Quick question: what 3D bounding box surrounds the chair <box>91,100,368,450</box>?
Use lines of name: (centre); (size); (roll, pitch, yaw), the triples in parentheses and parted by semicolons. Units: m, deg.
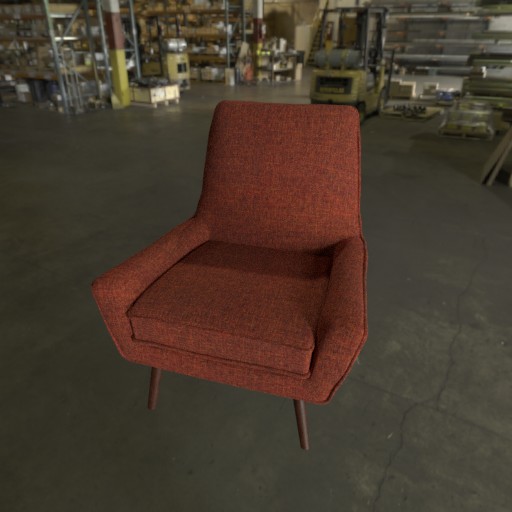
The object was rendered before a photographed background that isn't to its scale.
chair: (0.000, 0.000, 1.509); (0.803, 0.911, 0.784); (8, 28, 16)
